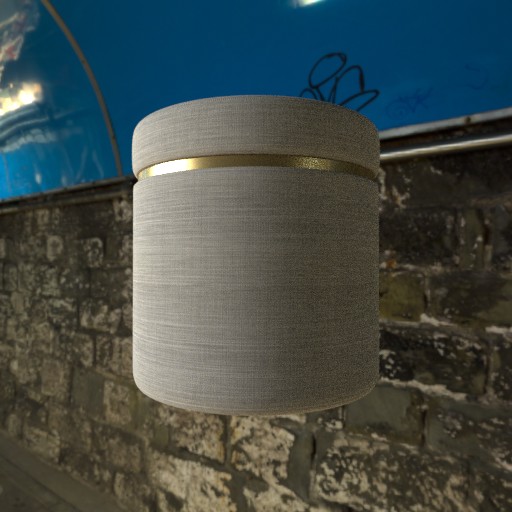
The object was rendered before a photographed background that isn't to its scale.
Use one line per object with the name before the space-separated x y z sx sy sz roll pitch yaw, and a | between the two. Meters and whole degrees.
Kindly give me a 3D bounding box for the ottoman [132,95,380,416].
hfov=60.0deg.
ottoman | 0.000 0.000 0.741 0.400 0.406 0.400 0 -1 0
